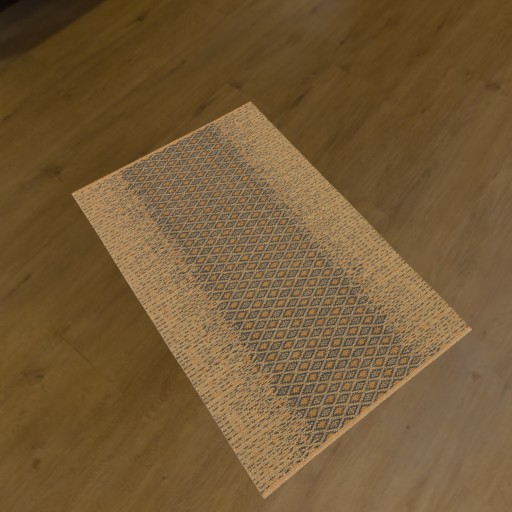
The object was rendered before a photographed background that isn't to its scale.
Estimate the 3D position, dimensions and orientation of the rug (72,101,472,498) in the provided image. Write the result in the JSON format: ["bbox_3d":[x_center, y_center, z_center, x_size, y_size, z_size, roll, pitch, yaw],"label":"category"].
[{"bbox_3d":[0.000,0.000,2.285,1.219,0.005,1.828,-32,67,-16],"label":"rug"}]
